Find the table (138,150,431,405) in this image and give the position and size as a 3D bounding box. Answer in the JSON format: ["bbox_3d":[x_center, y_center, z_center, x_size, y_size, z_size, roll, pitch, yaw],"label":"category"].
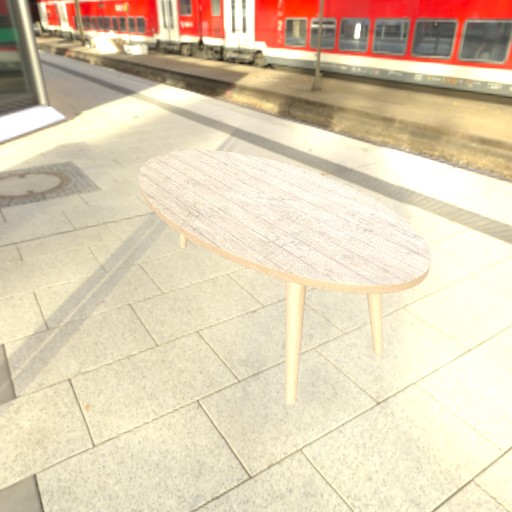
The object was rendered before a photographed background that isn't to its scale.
[{"bbox_3d":[0.000,0.000,1.340,0.542,0.390,1.083,-19,34,-30],"label":"table"}]
